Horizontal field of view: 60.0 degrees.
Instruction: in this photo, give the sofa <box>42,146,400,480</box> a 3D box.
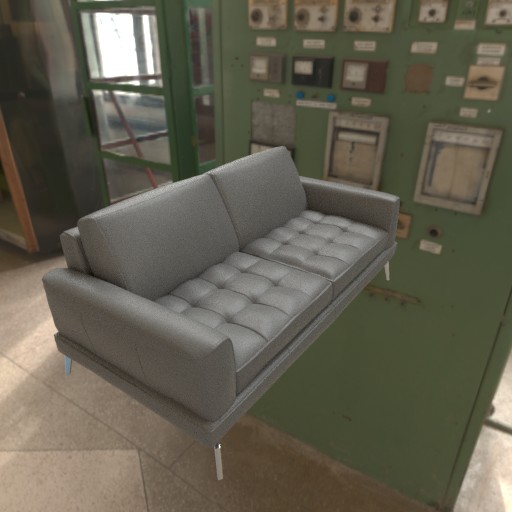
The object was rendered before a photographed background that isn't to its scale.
[{"bbox_3d":[0.000,0.000,2.710,1.121,0.930,2.177,18,32,31],"label":"sofa"}]
